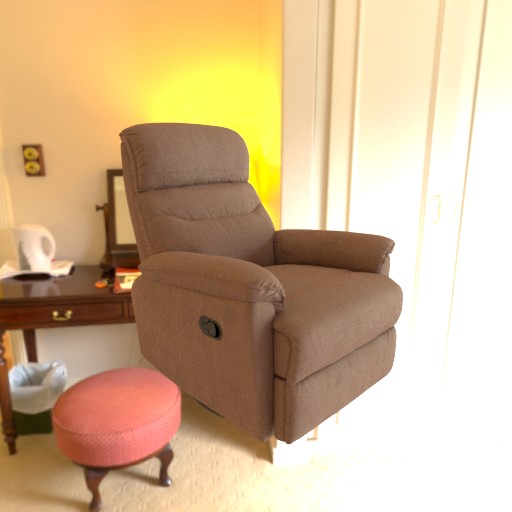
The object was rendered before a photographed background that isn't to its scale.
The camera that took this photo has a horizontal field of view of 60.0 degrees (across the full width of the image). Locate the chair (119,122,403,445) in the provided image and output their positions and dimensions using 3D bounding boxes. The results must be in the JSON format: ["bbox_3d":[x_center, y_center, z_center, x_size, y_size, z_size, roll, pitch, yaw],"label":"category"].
[{"bbox_3d":[0.000,0.000,1.755,1.004,1.037,0.820,14,20,43],"label":"chair"}]
